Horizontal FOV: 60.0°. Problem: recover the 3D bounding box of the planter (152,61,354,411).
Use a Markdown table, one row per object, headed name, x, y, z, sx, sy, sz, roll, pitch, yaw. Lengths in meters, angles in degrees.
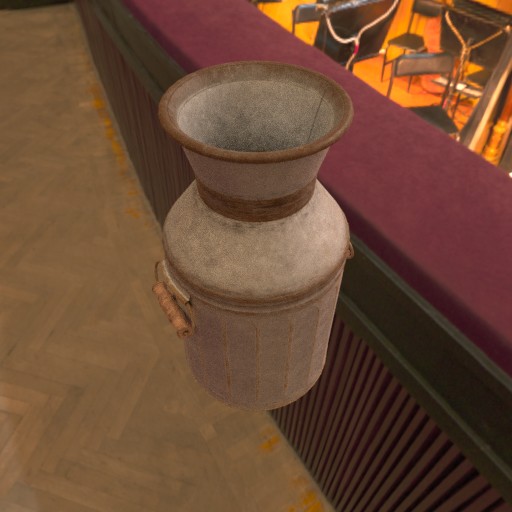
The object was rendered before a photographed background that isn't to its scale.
| name | x | y | z | sx | sy | sz | roll | pitch | yaw |
| --- | --- | --- | --- | --- | --- | --- | --- | --- | --- |
| planter | 0.000 | 0.000 | 0.532 | 0.245 | 0.396 | 0.214 | -24 | 51 | -21 |
